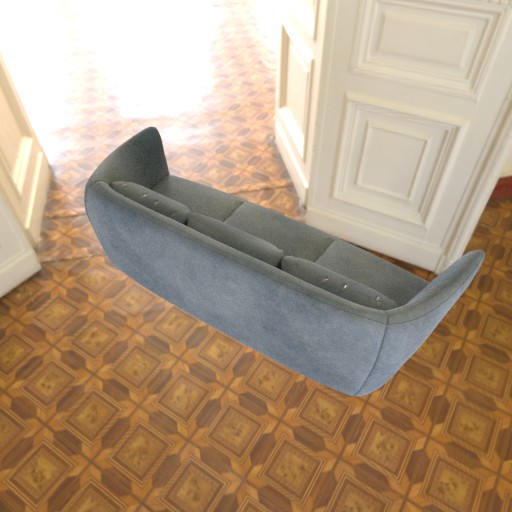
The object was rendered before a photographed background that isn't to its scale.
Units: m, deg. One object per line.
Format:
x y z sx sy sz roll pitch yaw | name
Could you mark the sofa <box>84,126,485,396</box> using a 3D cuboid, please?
0.000 0.000 2.459 2.095 0.795 0.849 25 52 21 | sofa
